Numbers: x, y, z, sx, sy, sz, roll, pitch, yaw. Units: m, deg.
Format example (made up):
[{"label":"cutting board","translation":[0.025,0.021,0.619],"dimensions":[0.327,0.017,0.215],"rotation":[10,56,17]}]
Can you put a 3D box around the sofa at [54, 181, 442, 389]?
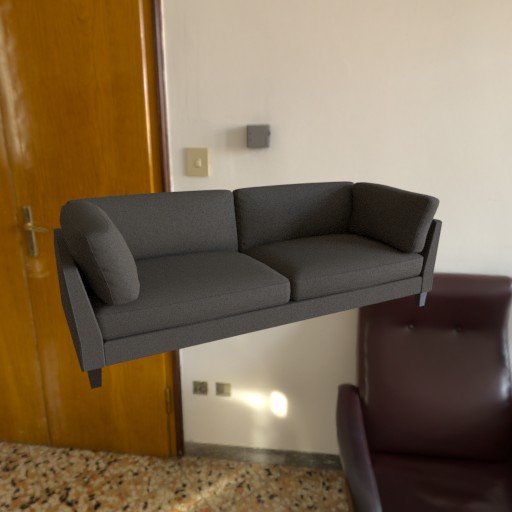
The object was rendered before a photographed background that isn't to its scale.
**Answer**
[{"label":"sofa","translation":[0.000,0.000,2.807],"dimensions":[2.312,0.792,0.969],"rotation":[-8,18,-27]}]
